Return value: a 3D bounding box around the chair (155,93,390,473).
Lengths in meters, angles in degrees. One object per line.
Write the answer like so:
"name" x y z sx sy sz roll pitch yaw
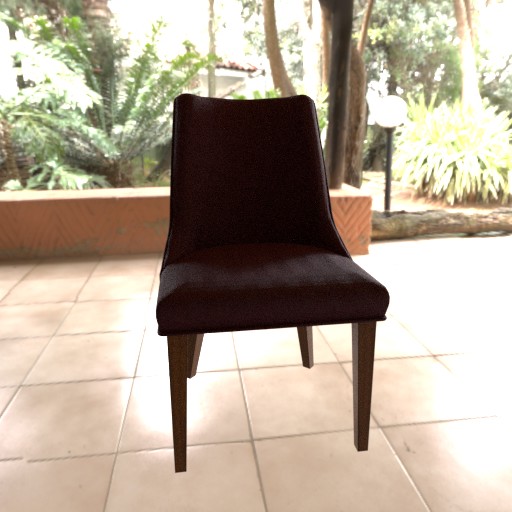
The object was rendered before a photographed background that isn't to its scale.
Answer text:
"chair" 0.000 0.000 1.296 0.548 0.916 0.638 -3 17 -9
